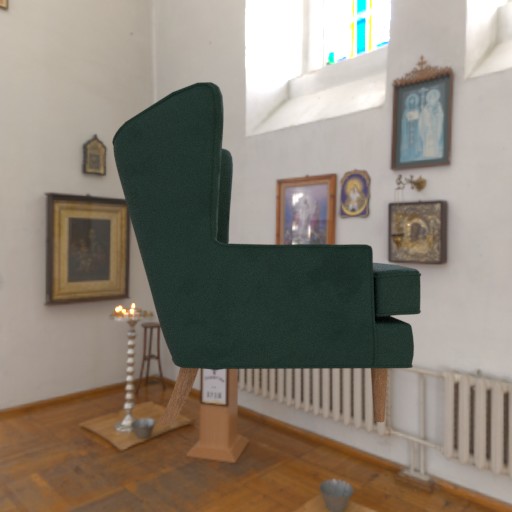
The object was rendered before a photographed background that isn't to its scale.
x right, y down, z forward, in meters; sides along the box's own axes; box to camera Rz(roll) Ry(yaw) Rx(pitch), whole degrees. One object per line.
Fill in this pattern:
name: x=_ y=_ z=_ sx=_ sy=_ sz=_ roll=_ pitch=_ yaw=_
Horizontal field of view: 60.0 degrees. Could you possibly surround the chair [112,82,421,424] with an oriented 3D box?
chair: x=0.000 y=0.000 z=1.588 sx=0.910 sy=0.952 sz=0.793 roll=0 pitch=0 yaw=-1
